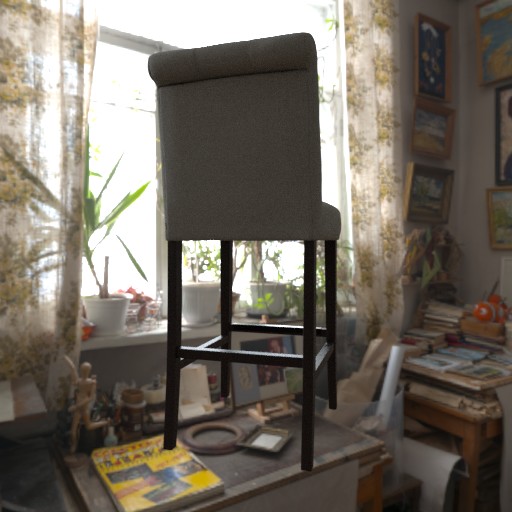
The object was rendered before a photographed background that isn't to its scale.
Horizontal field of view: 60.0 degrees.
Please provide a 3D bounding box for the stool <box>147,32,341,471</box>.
[{"bbox_3d":[0.000,0.000,1.430,0.493,1.140,0.601,0,1,17],"label":"stool"}]
